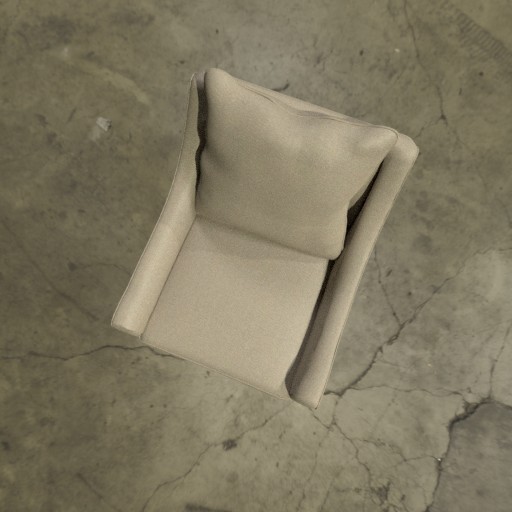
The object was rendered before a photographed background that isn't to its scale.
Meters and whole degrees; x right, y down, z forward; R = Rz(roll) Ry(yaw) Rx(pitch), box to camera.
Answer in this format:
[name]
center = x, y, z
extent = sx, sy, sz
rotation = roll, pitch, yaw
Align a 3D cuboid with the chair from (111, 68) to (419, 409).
[chair]
center = 0.000, 0.000, 1.616
extent = 0.760, 0.942, 0.876
rotation = 21, 76, 5
